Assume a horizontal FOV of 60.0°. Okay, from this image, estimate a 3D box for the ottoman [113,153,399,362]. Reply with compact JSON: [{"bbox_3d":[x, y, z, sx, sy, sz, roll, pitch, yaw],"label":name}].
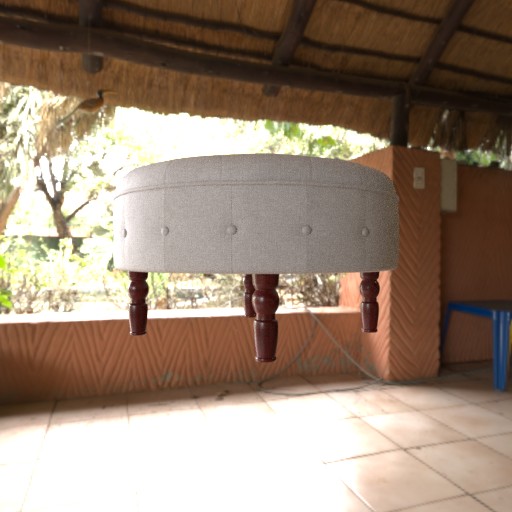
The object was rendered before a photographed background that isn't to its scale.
[{"bbox_3d":[0.000,0.000,1.380,0.849,0.478,0.849,0,0,0],"label":"ottoman"}]
